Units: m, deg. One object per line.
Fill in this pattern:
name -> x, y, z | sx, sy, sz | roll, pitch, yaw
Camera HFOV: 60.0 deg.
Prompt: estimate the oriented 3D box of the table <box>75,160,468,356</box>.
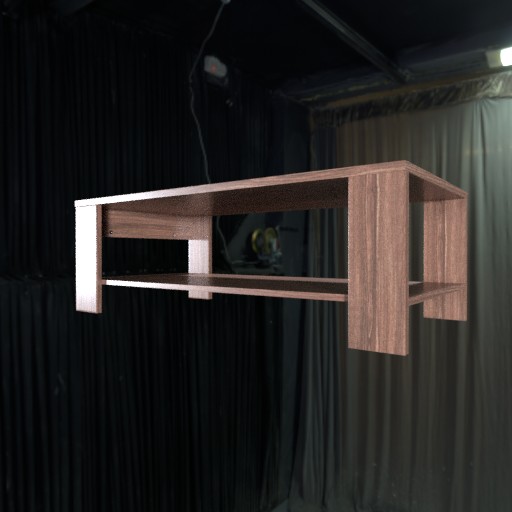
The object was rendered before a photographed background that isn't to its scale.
table -> 0.000, 0.000, 1.502 | 1.200, 0.400, 0.600 | 0, 1, 36
